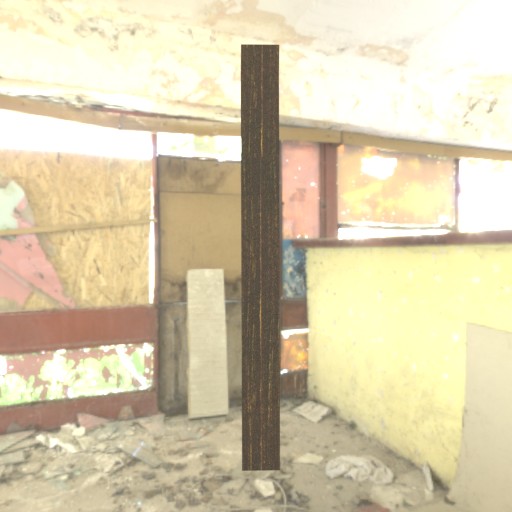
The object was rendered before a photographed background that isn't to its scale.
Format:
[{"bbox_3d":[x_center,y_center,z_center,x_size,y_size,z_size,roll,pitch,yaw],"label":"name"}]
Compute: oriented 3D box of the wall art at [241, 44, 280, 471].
[{"bbox_3d":[0.000,0.000,0.534,0.031,0.330,0.381,0,1,-1],"label":"wall art"}]
